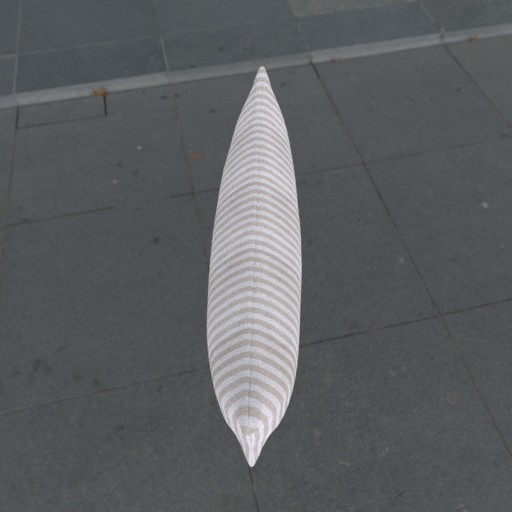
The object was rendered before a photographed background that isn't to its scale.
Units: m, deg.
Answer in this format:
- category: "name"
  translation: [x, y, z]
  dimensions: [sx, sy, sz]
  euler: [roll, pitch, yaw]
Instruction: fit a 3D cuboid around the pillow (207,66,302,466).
- category: "pillow"
  translation: [0.000, 0.000, 0.743]
  dimensions: [0.151, 0.295, 0.617]
  euler: [2, 58, 1]
